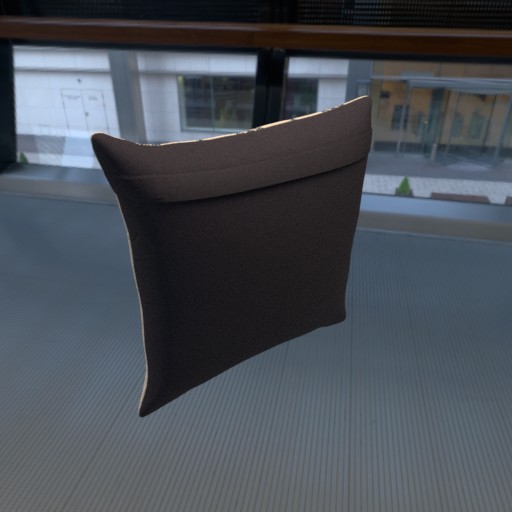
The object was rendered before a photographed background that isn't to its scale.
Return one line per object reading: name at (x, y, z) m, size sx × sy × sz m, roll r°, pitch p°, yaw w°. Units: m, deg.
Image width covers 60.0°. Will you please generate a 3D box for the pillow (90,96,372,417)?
pillow at (0.000, 0.000, 0.639) m, size 0.405 × 0.406 × 0.173 m, roll -18°, pitch 34°, yaw -29°
